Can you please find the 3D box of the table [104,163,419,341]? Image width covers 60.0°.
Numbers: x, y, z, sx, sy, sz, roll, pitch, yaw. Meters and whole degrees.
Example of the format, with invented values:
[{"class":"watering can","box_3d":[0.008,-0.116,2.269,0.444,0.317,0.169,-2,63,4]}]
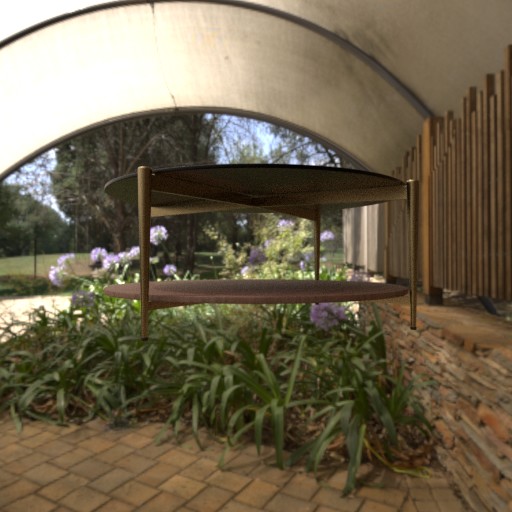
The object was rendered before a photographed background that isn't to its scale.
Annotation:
[{"class":"table","box_3d":[0.000,0.000,1.447,0.938,0.400,0.938,0,-1,1]}]
